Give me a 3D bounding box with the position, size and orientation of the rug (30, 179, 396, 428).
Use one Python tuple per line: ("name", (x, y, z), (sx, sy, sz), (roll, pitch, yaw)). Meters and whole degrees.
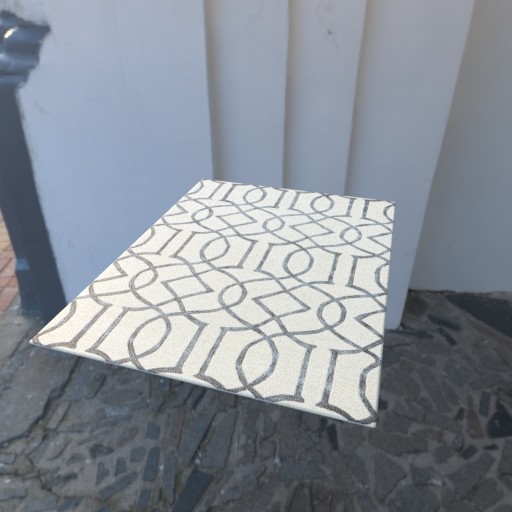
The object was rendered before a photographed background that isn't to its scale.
("rug", (0.000, 0.000, 3.791), (2.211, 0.021, 2.910), (9, 33, 14))
